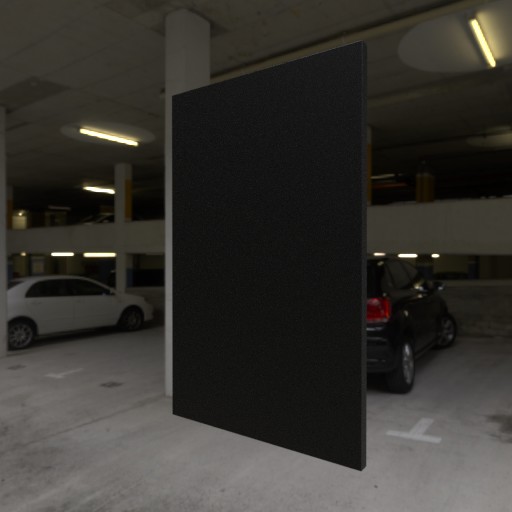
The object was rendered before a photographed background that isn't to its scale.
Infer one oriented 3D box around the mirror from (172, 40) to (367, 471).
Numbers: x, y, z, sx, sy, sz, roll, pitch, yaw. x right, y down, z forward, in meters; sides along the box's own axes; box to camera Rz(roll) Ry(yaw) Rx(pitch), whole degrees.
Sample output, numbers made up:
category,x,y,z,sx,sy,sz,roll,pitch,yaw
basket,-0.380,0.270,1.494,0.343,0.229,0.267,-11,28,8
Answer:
category,x,y,z,sx,sy,sz,roll,pitch,yaw
mirror,0.000,0.000,1.489,0.762,1.219,0.038,0,1,36
